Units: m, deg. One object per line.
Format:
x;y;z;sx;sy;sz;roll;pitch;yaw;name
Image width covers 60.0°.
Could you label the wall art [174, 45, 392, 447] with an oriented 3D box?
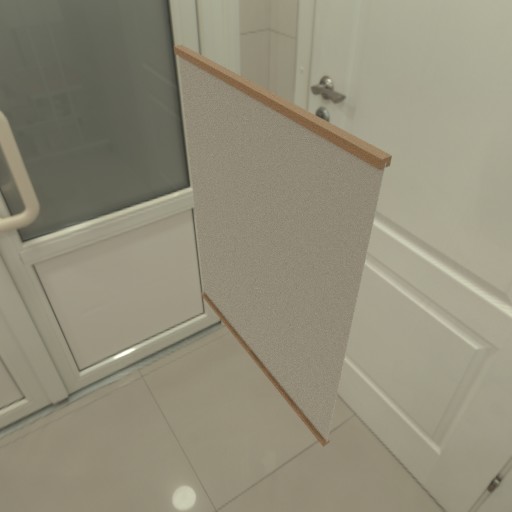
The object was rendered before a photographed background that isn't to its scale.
0.000;0.000;0.673;0.012;0.508;0.405;-23;46;-25;wall art
